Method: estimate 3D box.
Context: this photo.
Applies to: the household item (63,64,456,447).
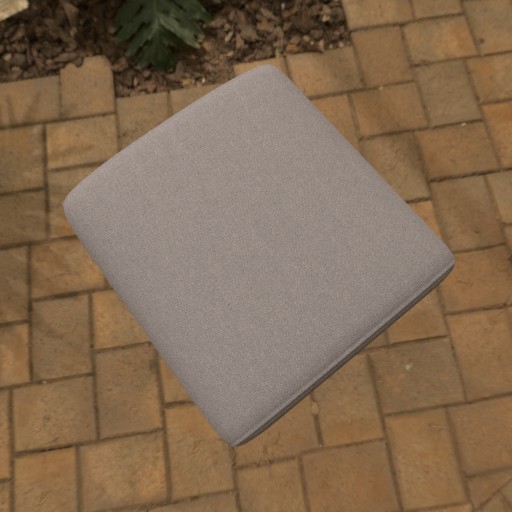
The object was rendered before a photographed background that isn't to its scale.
[{"bbox_3d":[0.000,0.000,0.900,0.530,0.410,0.530,-37,77,-10],"label":"household item"}]
